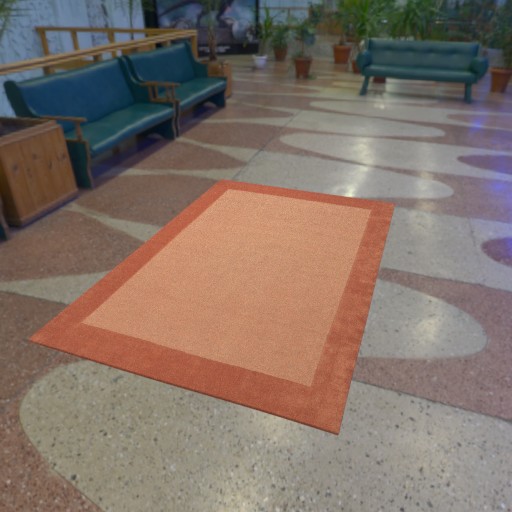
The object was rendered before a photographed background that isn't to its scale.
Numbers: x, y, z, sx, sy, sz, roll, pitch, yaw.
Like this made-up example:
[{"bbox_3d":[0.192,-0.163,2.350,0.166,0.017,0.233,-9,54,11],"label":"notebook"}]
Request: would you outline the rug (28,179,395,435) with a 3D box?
[{"bbox_3d":[0.000,0.000,2.278,1.219,0.014,1.829,11,33,17],"label":"rug"}]
